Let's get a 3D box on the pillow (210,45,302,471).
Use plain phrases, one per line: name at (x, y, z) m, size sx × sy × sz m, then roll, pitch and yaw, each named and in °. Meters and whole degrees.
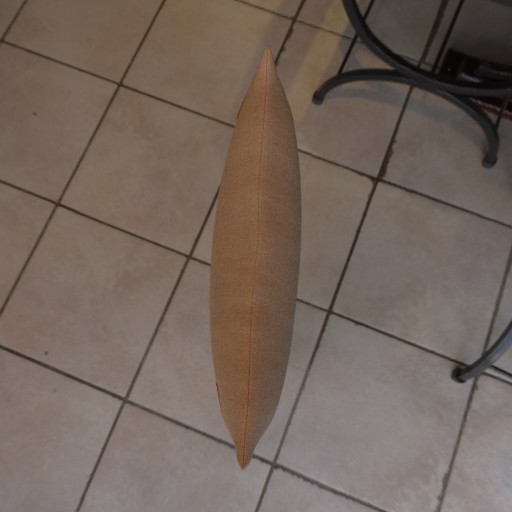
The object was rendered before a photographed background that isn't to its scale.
pillow at (0.000, 0.000, 0.751) m, size 0.148 × 0.308 × 0.612 m, roll 3°, pitch 77°, yaw 1°
